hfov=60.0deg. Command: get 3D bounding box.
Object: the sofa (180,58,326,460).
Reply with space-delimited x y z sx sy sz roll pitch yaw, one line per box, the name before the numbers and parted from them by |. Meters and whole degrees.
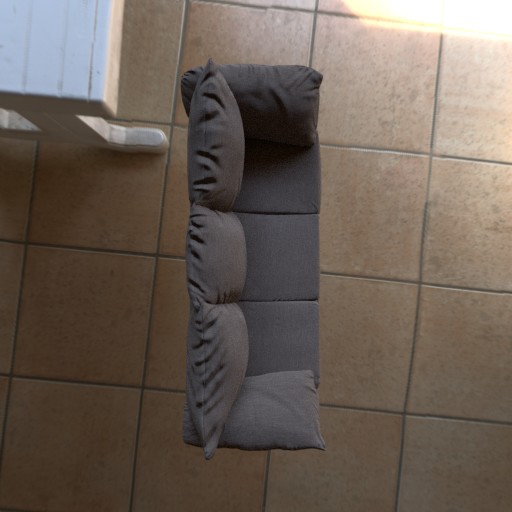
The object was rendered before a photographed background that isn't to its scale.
sofa | 0.000 0.000 2.916 0.927 1.043 2.390 0 89 -1
